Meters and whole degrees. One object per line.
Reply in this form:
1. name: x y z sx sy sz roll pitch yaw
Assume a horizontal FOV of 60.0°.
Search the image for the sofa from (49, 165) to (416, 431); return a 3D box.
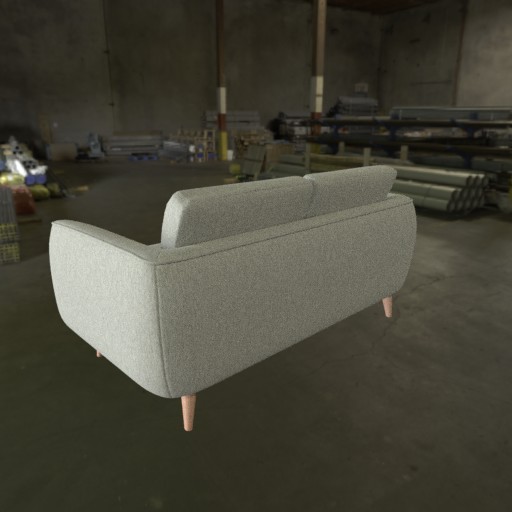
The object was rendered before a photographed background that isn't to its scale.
1. sofa: 0.000 0.000 2.206 1.700 0.850 0.920 -16 23 -41
